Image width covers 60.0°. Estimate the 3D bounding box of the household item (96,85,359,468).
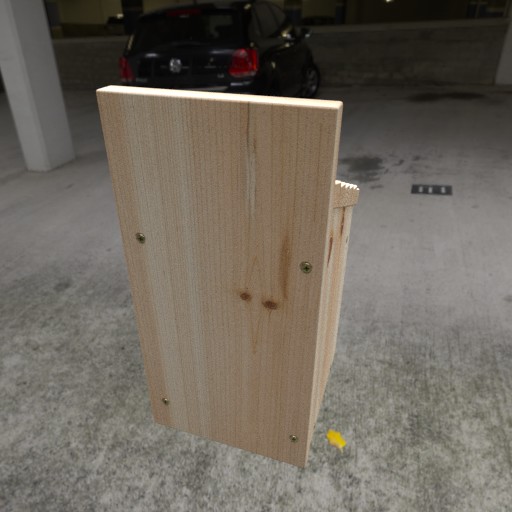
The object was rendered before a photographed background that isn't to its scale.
[{"bbox_3d":[0.000,0.000,0.391,0.149,0.300,0.171,10,32,16],"label":"household item"}]
